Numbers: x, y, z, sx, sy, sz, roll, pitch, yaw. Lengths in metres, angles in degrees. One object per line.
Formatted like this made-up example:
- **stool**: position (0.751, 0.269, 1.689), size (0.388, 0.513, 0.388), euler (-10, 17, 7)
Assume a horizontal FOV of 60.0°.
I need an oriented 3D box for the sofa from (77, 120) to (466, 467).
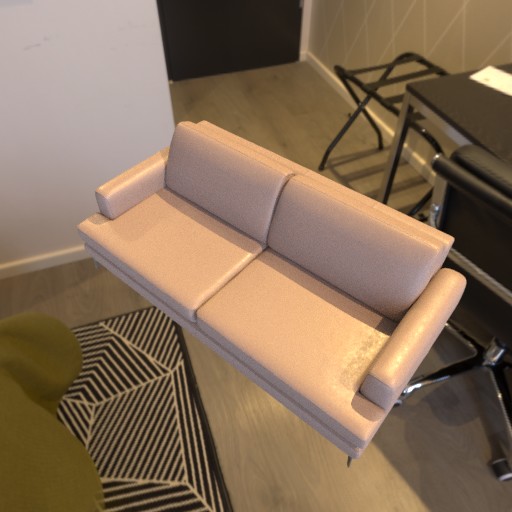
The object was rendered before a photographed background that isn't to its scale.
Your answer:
- **sofa**: position (0.000, 0.000, 2.388), size (1.940, 0.765, 0.974), euler (31, 55, 26)
